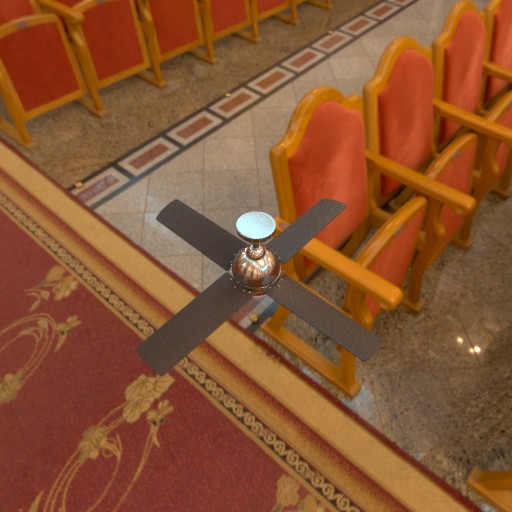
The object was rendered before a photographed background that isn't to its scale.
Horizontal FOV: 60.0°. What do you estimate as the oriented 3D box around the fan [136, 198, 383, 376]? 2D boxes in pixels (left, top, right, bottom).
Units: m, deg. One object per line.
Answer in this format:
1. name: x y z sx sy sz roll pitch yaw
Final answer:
1. fan: 0.000 0.000 2.048 1.332 0.403 1.332 34 56 26
